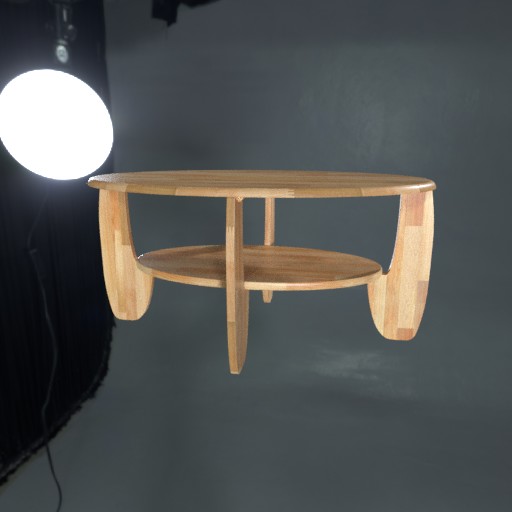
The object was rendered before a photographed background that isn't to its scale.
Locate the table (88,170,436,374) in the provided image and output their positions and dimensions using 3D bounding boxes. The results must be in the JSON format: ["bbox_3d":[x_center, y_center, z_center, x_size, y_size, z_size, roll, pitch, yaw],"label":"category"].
[{"bbox_3d":[0.000,0.000,1.394,1.040,0.490,0.690,3,15,10],"label":"table"}]
